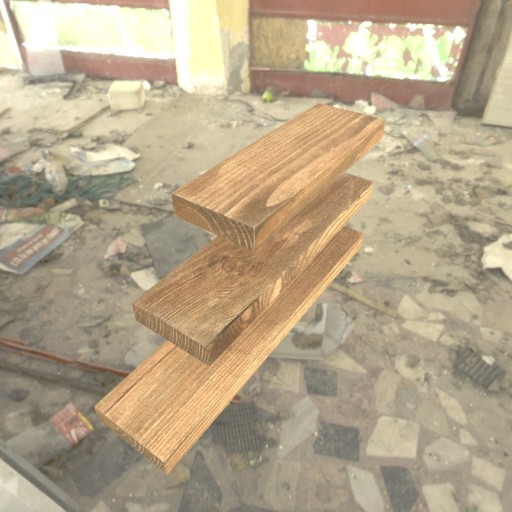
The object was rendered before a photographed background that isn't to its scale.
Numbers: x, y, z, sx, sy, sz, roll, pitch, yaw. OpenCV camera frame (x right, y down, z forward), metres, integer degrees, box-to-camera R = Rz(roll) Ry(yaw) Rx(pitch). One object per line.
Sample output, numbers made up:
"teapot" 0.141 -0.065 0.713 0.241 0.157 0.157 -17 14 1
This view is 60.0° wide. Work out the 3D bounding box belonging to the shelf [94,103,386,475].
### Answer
"shelf" 0.000 0.000 0.729 0.140 0.293 0.610 24 45 26
